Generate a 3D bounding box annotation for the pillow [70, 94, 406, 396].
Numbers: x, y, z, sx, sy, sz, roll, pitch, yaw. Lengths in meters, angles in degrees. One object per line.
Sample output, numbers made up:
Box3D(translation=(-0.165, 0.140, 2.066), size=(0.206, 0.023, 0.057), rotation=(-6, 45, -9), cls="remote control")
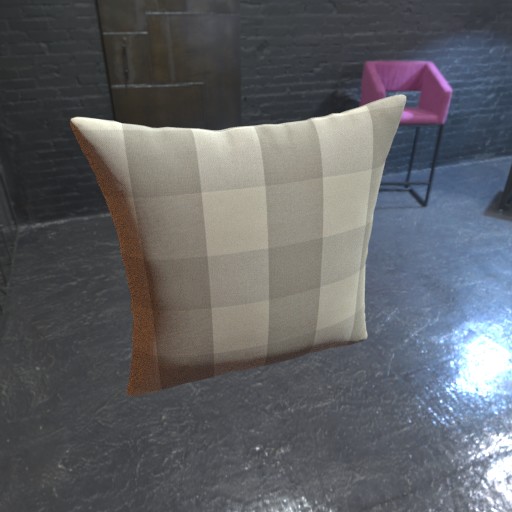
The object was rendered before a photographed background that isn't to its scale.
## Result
Box3D(translation=(0.000, 0.000, 0.772), size=(0.511, 0.509, 0.161), rotation=(-10, 32, -16), cls="pillow")
